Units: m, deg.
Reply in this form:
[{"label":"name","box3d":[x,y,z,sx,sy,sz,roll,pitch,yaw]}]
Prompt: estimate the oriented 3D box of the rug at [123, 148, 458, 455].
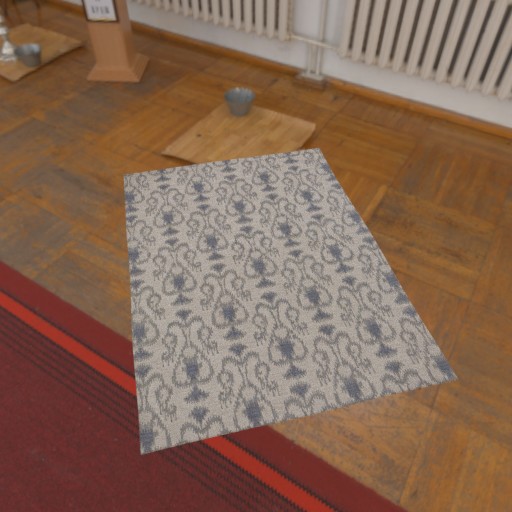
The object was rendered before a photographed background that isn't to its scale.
[{"label":"rug","box3d":[0.000,0.000,2.978,1.676,0.013,2.261,-10,48,-9]}]
